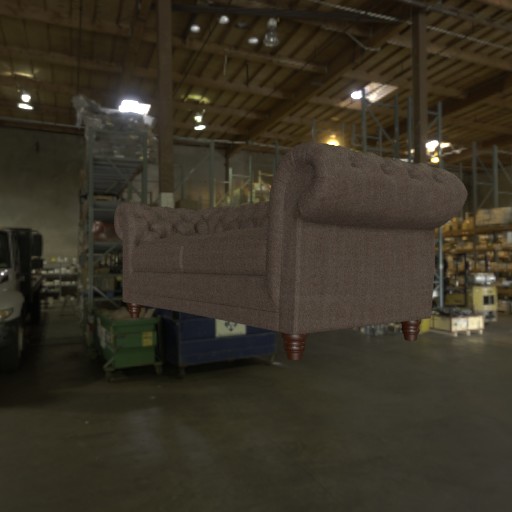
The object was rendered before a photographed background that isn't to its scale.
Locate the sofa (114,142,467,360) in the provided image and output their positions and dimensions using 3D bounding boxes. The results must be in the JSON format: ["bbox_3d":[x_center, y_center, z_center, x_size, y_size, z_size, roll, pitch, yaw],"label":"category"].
[{"bbox_3d":[0.000,0.000,2.472,0.944,0.780,2.048,1,-1,-36],"label":"sofa"}]
